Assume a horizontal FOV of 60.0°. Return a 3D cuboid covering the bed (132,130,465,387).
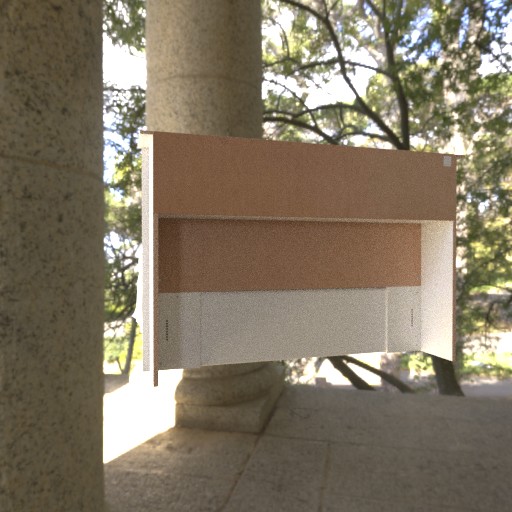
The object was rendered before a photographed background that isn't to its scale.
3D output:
[{"bbox_3d":[0.000,0.000,3.134,1.671,1.092,2.133,0,1,-17],"label":"bed"}]
